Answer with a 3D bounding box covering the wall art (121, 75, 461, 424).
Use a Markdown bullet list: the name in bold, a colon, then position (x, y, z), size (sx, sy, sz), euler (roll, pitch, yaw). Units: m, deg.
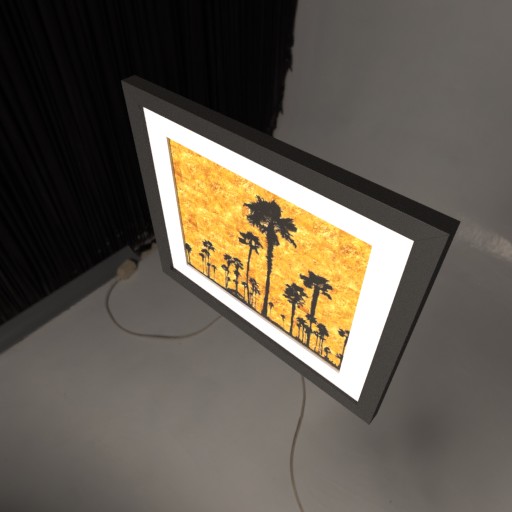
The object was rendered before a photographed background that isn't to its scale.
- **wall art**: position (0.000, 0.000, 0.761), size (0.561, 0.460, 0.028), euler (32, 53, 28)
